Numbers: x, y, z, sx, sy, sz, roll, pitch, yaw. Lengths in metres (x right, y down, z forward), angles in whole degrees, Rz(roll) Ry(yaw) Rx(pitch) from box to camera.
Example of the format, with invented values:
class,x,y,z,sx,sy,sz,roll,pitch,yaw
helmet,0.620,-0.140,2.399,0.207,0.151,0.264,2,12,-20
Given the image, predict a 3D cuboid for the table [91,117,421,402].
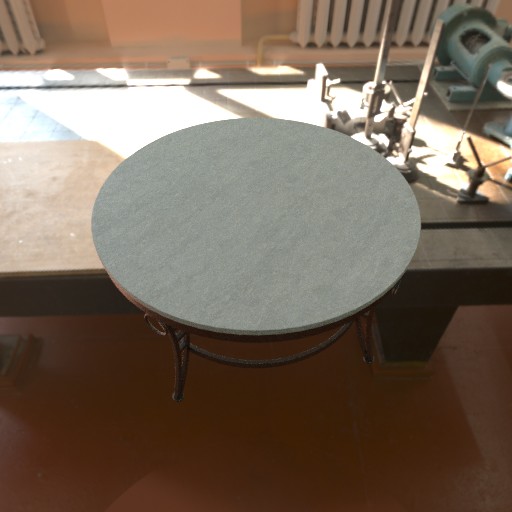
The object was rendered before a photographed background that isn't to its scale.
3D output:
class,x,y,z,sx,sy,sz,roll,pitch,yaw
table,0.000,0.000,1.402,0.889,0.470,0.889,0,46,0
